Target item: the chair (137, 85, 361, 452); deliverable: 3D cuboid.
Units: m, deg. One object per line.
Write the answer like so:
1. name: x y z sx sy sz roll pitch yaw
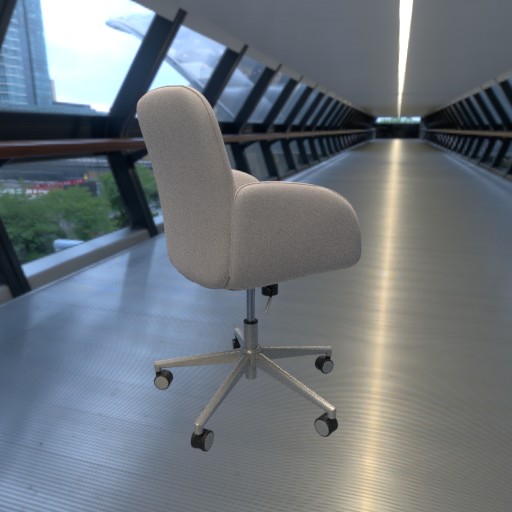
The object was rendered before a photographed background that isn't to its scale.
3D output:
1. chair: 0.000 0.000 1.393 0.633 0.959 0.648 -8 17 -27
